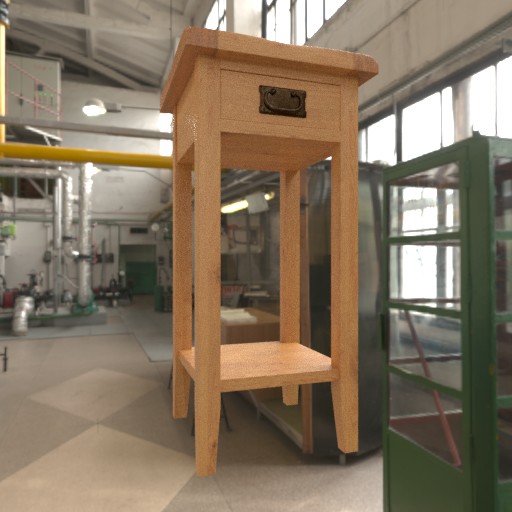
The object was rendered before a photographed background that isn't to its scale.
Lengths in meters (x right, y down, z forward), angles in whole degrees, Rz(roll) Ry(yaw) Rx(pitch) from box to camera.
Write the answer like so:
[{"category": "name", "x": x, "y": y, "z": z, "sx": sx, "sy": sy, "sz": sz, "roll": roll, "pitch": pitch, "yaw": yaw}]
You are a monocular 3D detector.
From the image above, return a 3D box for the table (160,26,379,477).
[{"category": "table", "x": 0.000, "y": 0.000, "z": 0.935, "sx": 0.360, "sy": 0.740, "sz": 0.360, "roll": 0, "pitch": 0, "yaw": -19}]
